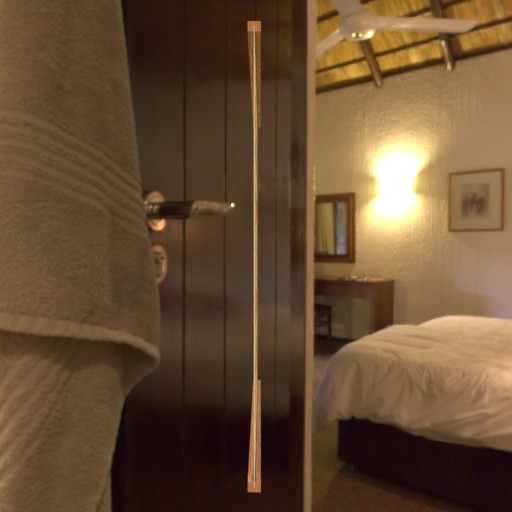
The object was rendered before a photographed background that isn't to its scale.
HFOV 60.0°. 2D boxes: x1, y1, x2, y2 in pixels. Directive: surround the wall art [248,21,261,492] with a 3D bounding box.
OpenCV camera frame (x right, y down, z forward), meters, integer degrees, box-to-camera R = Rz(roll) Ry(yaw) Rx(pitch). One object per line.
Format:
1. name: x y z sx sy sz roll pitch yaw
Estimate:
1. wall art: 0.000 0.000 1.336 0.028 1.016 0.765 0 1 1
